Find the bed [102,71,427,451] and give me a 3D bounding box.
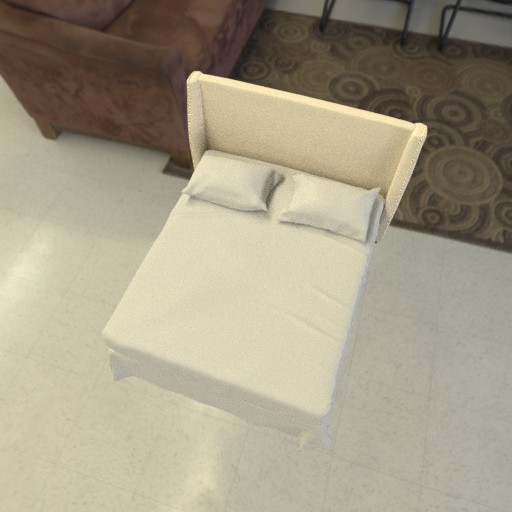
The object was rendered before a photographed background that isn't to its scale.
[{"bbox_3d":[0.000,0.000,3.444,1.925,1.332,2.276,17,60,10],"label":"bed"}]
